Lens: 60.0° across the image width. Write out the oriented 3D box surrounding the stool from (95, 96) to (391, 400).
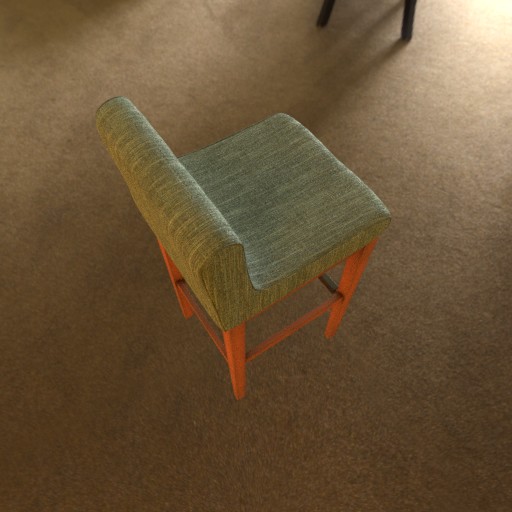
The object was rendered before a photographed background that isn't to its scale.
[{"bbox_3d":[0.000,0.000,1.228,0.499,0.965,0.426,-30,62,-17],"label":"stool"}]
